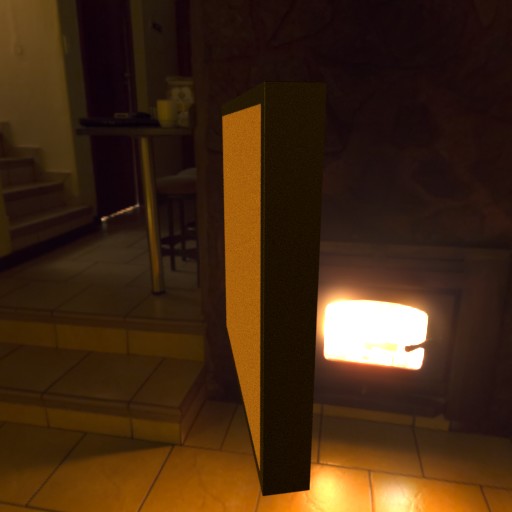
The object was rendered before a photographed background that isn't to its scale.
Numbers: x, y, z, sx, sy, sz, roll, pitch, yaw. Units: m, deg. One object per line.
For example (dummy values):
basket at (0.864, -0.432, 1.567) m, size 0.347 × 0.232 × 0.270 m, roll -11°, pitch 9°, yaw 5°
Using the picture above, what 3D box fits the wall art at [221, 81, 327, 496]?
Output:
wall art at (0.000, 0.000, 0.452) m, size 0.038 × 0.304 × 0.304 m, roll -3°, pitch 16°, yaw -9°
